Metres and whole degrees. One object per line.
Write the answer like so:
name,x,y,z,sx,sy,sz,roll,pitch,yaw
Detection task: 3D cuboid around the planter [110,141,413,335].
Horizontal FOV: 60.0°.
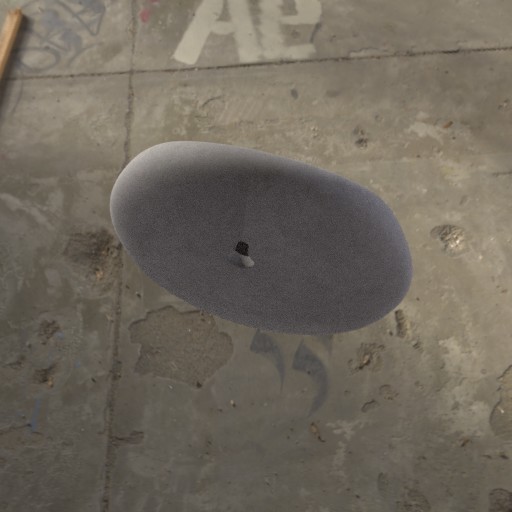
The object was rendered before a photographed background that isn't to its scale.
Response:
planter,0.000,0.000,0.276,0.185,0.188,0.071,14,65,7
